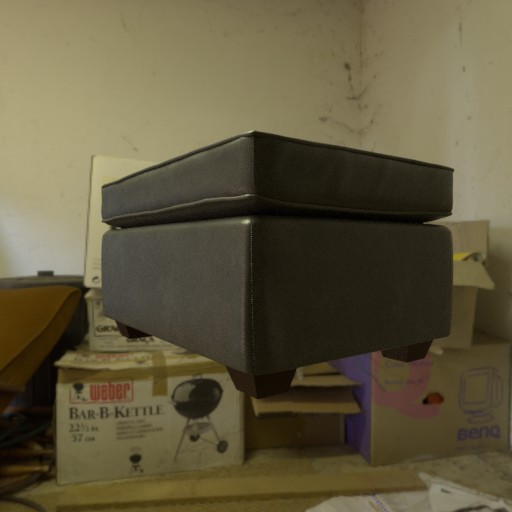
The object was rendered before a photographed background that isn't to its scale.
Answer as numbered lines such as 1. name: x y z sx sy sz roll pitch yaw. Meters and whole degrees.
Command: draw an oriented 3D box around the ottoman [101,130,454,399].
1. ottoman: 0.000 0.000 1.094 0.554 0.445 0.756 -1 1 -36
